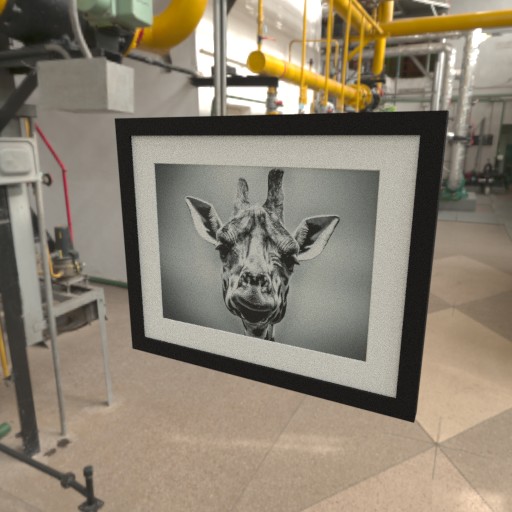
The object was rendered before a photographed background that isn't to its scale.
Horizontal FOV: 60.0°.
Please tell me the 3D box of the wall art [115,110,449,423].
[{"bbox_3d":[0.000,0.000,0.755,0.558,0.457,0.031,7,17,25],"label":"wall art"}]
